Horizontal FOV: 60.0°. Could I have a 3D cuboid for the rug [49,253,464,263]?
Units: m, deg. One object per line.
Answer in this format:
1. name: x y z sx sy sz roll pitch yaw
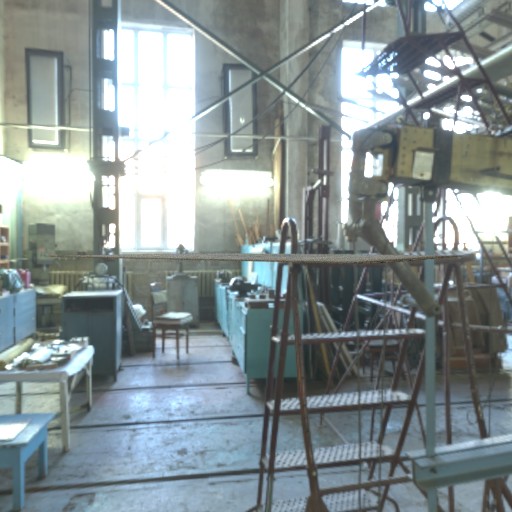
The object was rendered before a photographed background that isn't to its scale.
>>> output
1. rug: 0.000 0.000 4.193 3.221 0.011 2.379 1 1 35
